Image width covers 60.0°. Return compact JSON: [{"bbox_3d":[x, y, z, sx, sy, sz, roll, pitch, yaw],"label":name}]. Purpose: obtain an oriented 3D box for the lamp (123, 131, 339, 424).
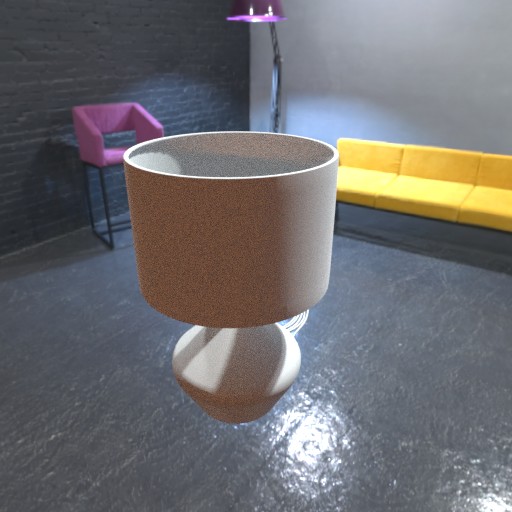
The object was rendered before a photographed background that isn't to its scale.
[{"bbox_3d":[0.000,0.000,0.849,0.401,0.457,0.546,18,31,33],"label":"lamp"}]
